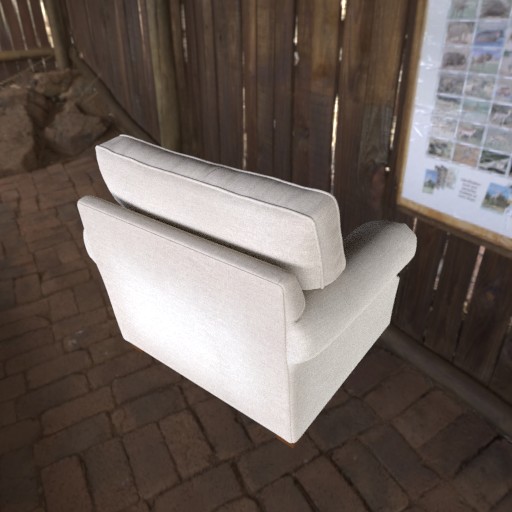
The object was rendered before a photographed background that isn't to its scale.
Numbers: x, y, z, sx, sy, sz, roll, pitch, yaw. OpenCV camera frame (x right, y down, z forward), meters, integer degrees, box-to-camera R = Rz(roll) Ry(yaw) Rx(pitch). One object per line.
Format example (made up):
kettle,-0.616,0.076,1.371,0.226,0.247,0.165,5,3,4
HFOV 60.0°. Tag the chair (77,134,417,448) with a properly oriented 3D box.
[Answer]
chair,0.000,0.000,1.842,1.092,0.961,0.965,21,36,32
